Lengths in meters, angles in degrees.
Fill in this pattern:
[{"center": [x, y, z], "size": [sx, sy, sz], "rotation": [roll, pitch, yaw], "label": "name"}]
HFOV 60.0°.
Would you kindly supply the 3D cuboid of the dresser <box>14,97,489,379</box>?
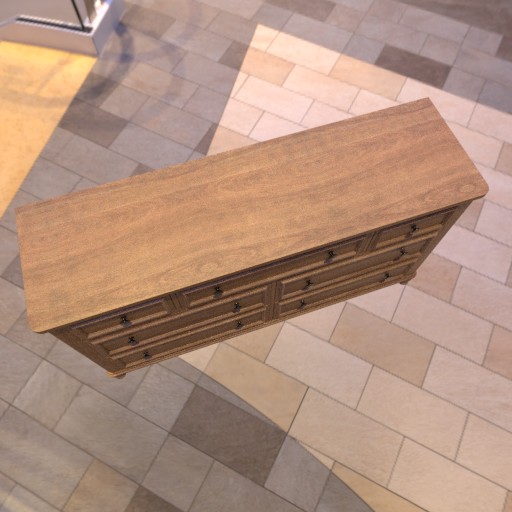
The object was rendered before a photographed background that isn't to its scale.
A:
[{"center": [0.000, 0.000, 1.928], "size": [1.583, 0.892, 0.468], "rotation": [-17, 66, -8], "label": "dresser"}]
